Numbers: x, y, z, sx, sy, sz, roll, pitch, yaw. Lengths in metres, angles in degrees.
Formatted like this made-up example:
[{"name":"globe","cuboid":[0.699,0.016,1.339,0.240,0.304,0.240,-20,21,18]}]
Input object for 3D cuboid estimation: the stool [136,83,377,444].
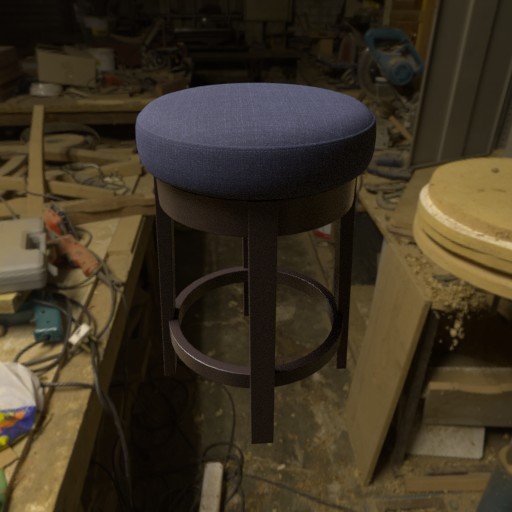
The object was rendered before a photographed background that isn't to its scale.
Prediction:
[{"name":"stool","cuboid":[0.000,0.000,0.951,0.449,0.655,0.449,0,31,0]}]
